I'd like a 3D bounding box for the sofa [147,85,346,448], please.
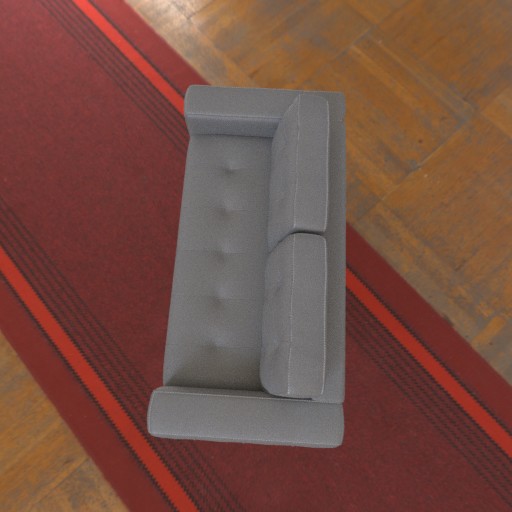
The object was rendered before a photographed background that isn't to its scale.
[{"bbox_3d":[0.000,0.000,2.231,0.833,0.892,1.726,3,74,1],"label":"sofa"}]
